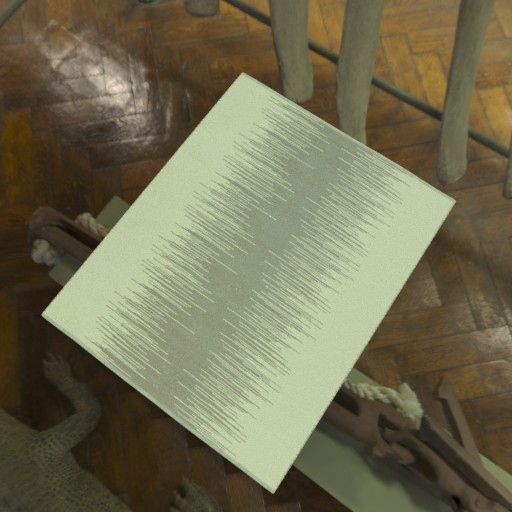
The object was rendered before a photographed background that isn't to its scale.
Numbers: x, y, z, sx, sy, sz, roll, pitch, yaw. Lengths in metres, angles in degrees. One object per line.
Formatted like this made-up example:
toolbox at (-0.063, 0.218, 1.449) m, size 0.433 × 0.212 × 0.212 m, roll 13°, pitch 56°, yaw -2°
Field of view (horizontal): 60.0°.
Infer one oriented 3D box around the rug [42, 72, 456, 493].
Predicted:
rug at (0.000, 0.000, 3.996) m, size 2.453 × 0.010 × 3.037 m, roll 34°, pitch 77°, yaw 9°
